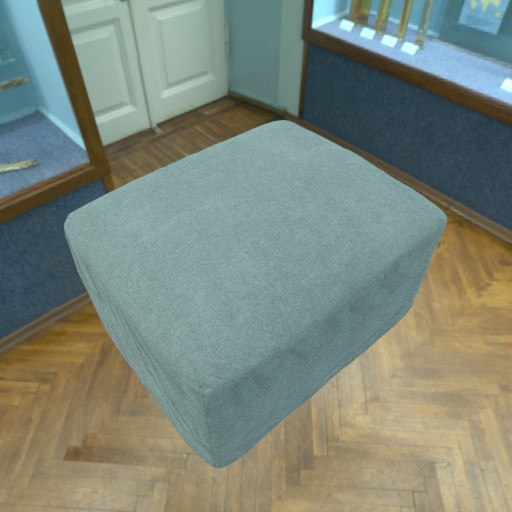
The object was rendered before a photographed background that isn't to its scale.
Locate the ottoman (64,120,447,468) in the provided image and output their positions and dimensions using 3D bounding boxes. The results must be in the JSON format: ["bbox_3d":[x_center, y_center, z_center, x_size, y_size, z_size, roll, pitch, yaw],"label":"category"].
[{"bbox_3d":[0.000,0.000,1.257,0.837,0.481,0.683,-31,54,-26],"label":"ottoman"}]
